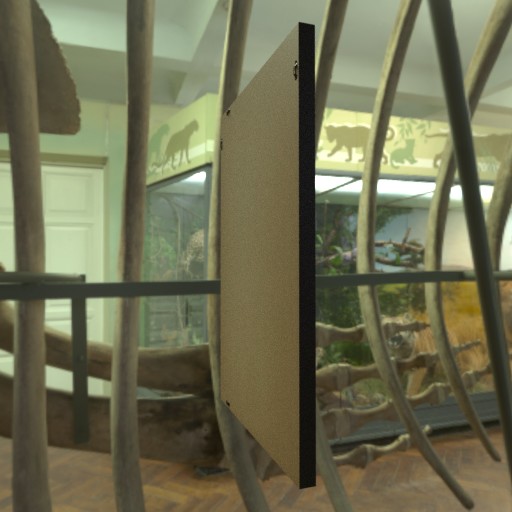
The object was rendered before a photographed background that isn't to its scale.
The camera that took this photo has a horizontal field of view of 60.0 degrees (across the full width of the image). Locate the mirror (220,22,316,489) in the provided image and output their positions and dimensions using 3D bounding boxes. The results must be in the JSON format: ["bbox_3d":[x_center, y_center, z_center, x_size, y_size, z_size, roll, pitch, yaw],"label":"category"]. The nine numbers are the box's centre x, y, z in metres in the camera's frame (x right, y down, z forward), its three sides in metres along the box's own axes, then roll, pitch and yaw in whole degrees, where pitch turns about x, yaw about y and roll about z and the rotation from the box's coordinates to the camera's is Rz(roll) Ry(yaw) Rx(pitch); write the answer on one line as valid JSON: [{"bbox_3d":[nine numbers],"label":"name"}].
[{"bbox_3d":[0.000,0.000,1.159,0.041,0.915,0.609,0,-1,-19],"label":"mirror"}]
